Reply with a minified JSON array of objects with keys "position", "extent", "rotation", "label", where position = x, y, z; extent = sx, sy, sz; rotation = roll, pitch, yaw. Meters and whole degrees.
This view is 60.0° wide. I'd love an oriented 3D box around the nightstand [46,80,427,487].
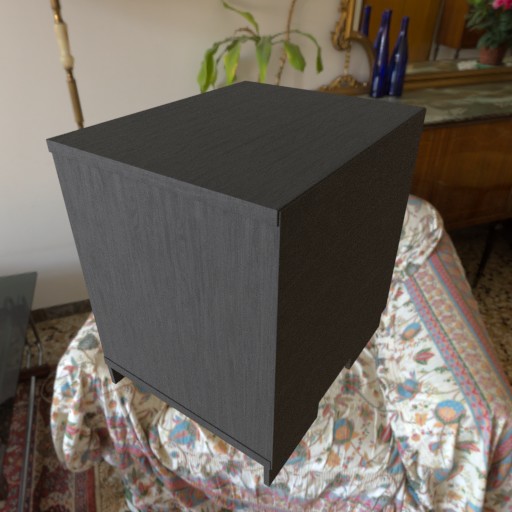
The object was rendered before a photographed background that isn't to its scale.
[{"position":[0.000,0.000,0.741],"extent":[0.347,0.448,0.427],"rotation":[21,38,29],"label":"nightstand"}]
